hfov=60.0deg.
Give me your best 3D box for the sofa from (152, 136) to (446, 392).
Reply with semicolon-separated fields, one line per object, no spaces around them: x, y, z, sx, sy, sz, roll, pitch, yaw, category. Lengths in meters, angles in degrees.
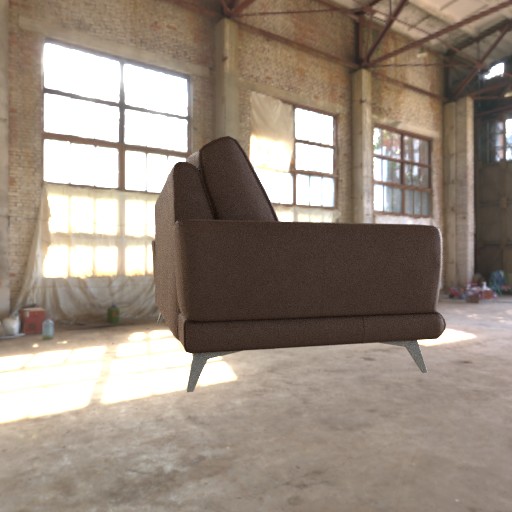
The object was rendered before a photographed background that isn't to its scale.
0.000;0.000;2.378;1.018;0.907;1.806;0;0;-16;sofa
